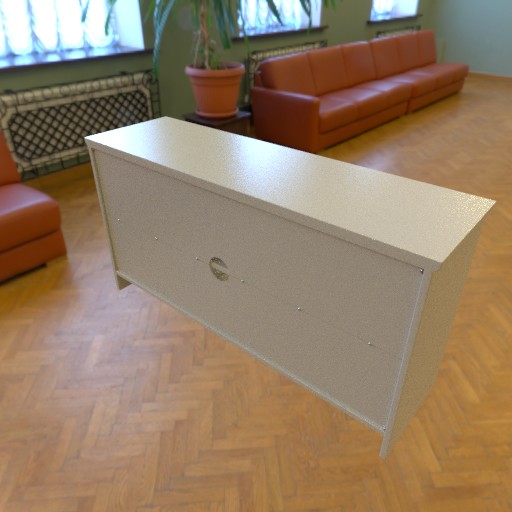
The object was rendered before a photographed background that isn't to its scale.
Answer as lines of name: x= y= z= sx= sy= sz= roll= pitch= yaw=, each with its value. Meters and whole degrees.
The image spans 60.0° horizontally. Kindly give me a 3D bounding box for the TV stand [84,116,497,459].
TV stand: x=0.000 y=0.000 z=1.391 sx=1.167 sy=0.603 sz=0.344 roll=24 pitch=39 yaw=33
